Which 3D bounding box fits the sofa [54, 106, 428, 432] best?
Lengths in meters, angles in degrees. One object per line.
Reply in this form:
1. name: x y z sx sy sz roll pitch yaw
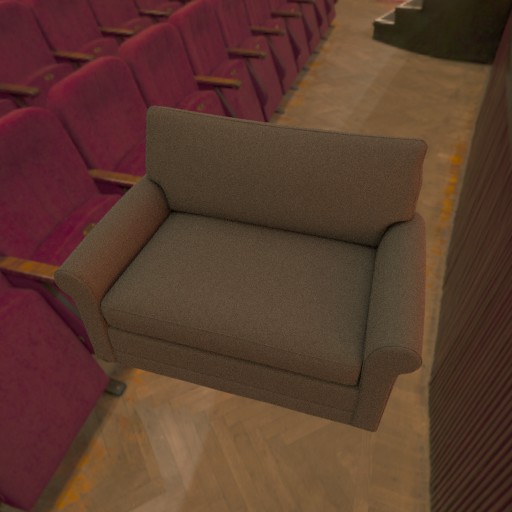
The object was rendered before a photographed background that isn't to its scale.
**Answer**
1. sofa: 0.000 0.000 1.969 1.410 0.953 0.940 11 43 12
